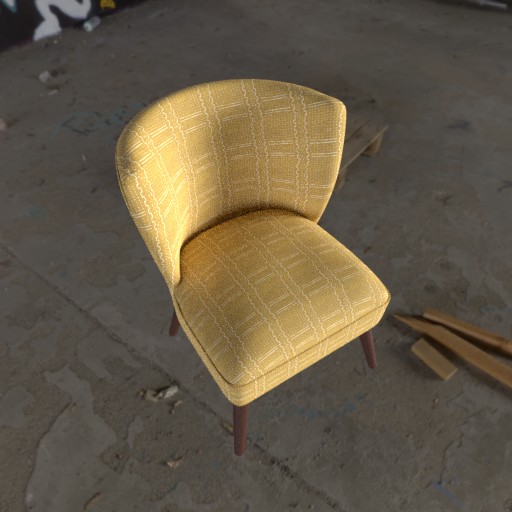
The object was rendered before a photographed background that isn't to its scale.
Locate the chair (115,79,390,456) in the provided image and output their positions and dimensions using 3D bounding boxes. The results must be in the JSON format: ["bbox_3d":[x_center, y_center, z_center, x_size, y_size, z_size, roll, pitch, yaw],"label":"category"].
[{"bbox_3d":[0.000,0.000,1.446,0.706,0.866,0.758,-25,51,-22],"label":"chair"}]
